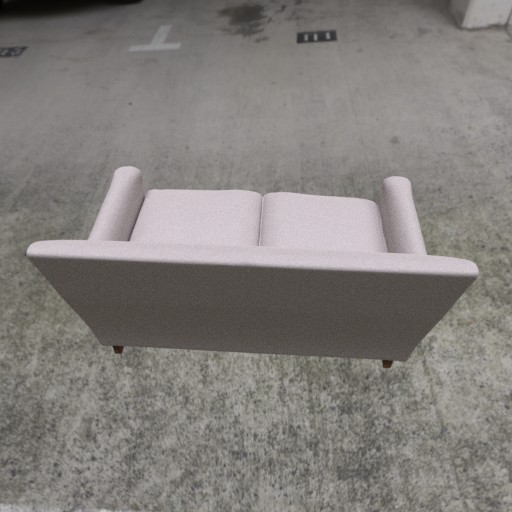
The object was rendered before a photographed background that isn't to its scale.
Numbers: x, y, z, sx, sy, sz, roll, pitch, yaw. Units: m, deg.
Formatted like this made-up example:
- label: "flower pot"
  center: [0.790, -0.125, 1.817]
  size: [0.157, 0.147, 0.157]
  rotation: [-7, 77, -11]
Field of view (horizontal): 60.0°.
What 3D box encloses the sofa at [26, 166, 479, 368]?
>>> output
- label: "sofa"
  center: [0.000, 0.000, 2.049]
  size: [1.482, 0.890, 0.888]
  rotation: [3, 47, 2]
